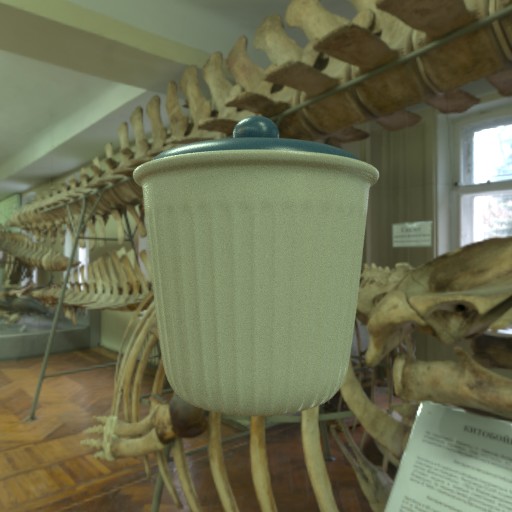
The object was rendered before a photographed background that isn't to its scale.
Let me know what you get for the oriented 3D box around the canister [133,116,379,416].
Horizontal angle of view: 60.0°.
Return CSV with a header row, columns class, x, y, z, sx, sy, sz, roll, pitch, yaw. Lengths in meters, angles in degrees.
class,x,y,z,sx,sy,sz,roll,pitch,yaw
canister,0.000,0.000,0.338,0.181,0.211,0.181,0,0,0
